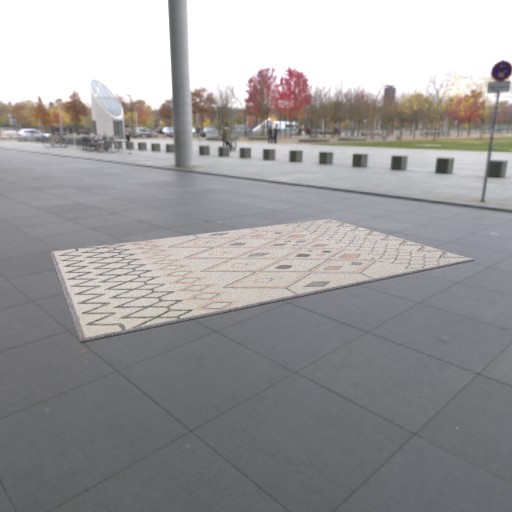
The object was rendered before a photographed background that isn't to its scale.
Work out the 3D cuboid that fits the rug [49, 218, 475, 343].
[{"bbox_3d":[0.000,0.000,2.988,2.438,0.015,1.524,-9,18,-27],"label":"rug"}]
